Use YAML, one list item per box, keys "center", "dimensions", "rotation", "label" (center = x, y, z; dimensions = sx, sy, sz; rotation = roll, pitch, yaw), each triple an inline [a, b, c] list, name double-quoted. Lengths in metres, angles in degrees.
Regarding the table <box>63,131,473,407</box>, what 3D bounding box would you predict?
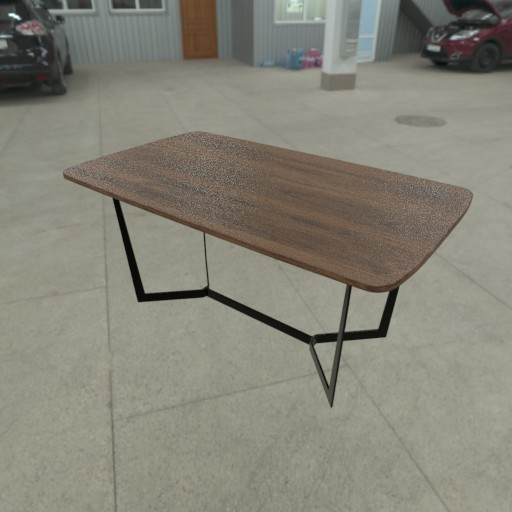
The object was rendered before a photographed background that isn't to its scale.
- center: [0.000, 0.000, 2.132]
  dimensions: [1.643, 0.765, 0.949]
  rotation: [21, 36, 31]
  label: "table"
